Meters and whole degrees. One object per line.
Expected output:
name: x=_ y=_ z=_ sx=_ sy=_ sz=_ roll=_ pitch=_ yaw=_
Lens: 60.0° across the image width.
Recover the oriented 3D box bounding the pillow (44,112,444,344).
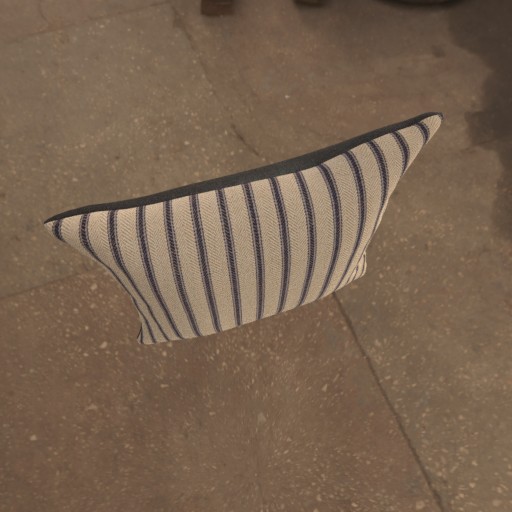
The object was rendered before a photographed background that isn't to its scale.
pillow: x=0.000 y=0.000 z=0.679 sx=0.468 sy=0.444 sz=0.138 roll=-17 pitch=65 yaw=-8
